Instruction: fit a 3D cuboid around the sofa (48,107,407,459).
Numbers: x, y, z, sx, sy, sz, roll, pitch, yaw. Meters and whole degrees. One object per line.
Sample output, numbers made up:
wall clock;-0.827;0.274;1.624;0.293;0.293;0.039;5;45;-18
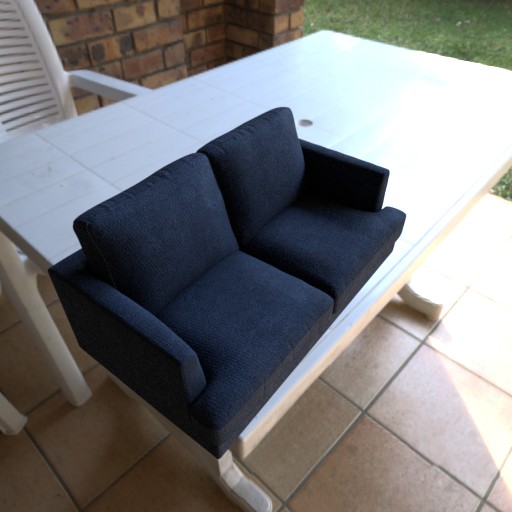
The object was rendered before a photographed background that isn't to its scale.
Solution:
sofa;0.000;0.000;2.141;0.903;0.944;1.582;27;48;27
